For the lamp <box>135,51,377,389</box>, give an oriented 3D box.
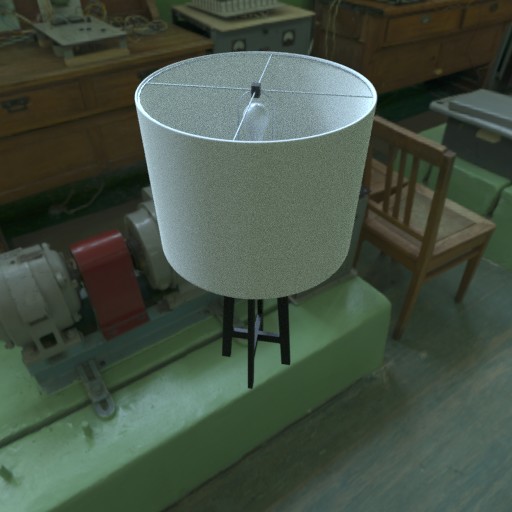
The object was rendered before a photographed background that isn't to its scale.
[{"bbox_3d":[0.000,0.000,0.638,0.257,0.489,0.257,-25,47,-26],"label":"lamp"}]
